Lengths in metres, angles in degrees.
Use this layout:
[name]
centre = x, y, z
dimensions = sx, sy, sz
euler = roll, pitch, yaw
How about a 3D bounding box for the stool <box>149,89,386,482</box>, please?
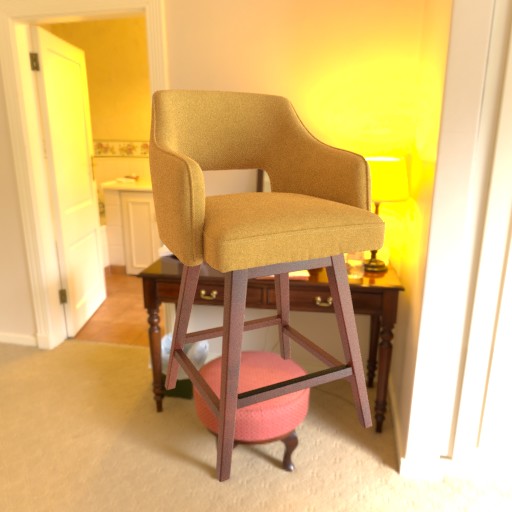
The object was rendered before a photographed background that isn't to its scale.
[stool]
centre = 0.000, 0.000, 1.257
dimensions = 0.548, 0.924, 0.558
euler = -8, 17, -26
